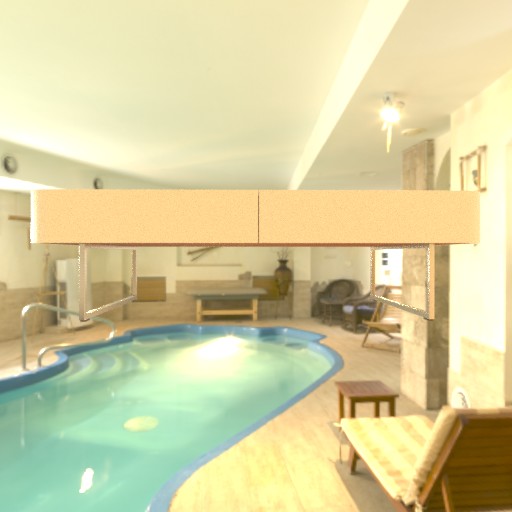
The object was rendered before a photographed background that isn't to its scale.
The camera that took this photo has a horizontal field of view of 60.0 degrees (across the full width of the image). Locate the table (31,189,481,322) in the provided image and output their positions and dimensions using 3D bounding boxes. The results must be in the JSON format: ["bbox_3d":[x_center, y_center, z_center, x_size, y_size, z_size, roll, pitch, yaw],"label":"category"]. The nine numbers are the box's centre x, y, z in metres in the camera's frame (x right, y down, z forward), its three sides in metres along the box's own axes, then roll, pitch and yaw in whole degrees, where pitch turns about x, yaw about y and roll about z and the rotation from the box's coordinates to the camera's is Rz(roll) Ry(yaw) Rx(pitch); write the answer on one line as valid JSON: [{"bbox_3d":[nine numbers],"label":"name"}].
[{"bbox_3d":[0.000,0.000,1.431,1.200,0.340,0.600,0,0,-1],"label":"table"}]
